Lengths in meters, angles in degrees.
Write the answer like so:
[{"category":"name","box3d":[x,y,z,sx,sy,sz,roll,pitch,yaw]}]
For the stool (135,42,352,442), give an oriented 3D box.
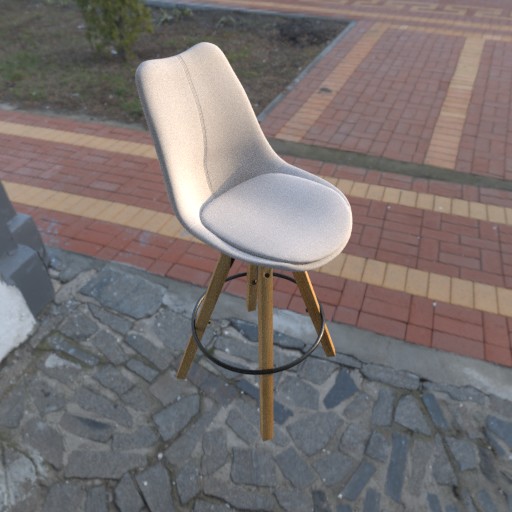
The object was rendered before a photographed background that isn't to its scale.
[{"category":"stool","box3d":[0.000,0.000,1.384,0.550,1.115,0.484,26,47,27]}]
